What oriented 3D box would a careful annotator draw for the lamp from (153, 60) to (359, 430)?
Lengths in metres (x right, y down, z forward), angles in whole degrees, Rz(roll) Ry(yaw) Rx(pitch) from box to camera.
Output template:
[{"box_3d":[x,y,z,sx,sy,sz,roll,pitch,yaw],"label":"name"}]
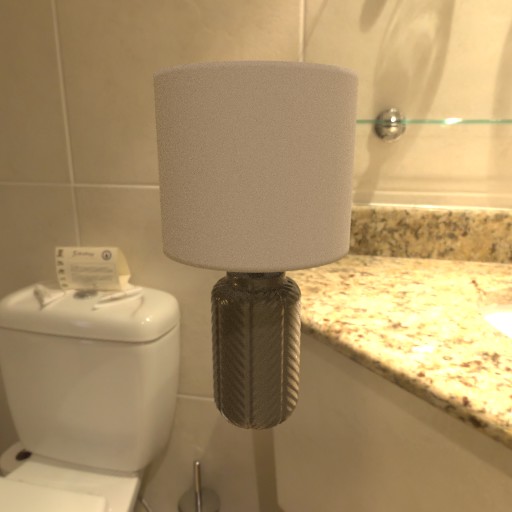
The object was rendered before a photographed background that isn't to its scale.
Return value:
[{"box_3d":[0.000,0.000,0.496,0.203,0.389,0.203,-7,16,-24],"label":"lamp"}]
